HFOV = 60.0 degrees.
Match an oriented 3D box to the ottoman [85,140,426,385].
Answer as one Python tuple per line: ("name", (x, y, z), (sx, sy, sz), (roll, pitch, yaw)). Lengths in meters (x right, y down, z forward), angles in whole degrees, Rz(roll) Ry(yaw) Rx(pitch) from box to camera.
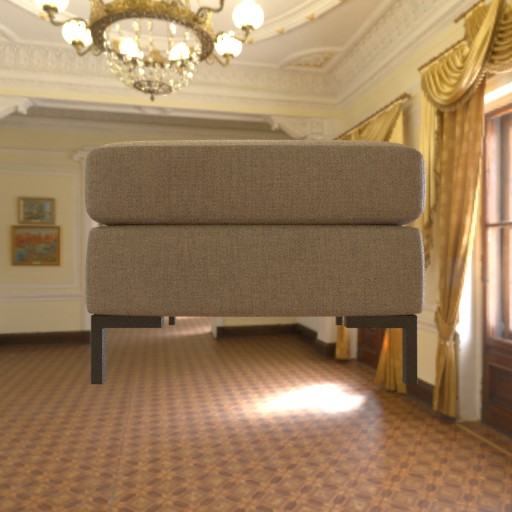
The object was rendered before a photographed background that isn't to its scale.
("ottoman", (0.000, 0.000, 1.222), (0.671, 0.490, 0.820), (0, 0, 0))
